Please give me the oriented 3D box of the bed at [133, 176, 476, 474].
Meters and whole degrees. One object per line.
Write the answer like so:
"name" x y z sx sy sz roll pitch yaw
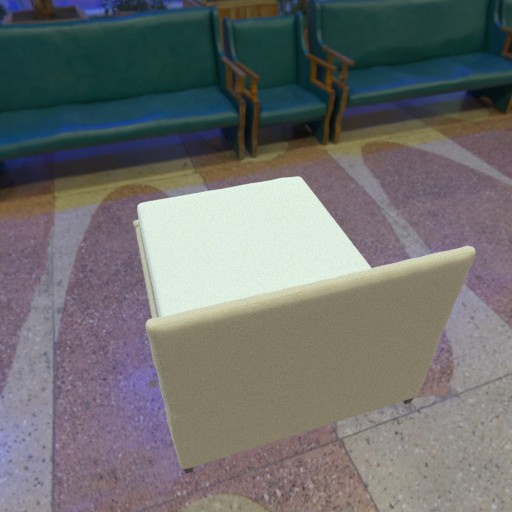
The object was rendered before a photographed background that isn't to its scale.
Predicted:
"bed" 0.000 0.000 3.315 1.696 1.426 2.233 -12 42 -13
